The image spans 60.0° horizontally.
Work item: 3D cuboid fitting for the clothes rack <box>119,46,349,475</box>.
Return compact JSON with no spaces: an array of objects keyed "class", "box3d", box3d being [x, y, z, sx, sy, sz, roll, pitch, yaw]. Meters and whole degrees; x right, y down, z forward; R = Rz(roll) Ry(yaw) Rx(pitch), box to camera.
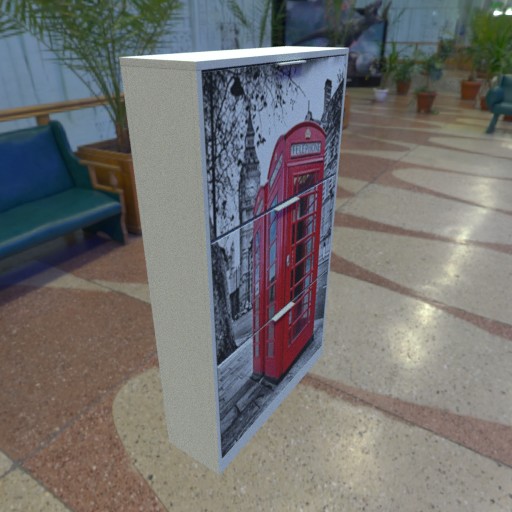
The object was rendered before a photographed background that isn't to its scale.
[{"class":"clothes rack","box3d":[0.000,0.000,1.529,0.250,1.280,0.750,18,32,30]}]
